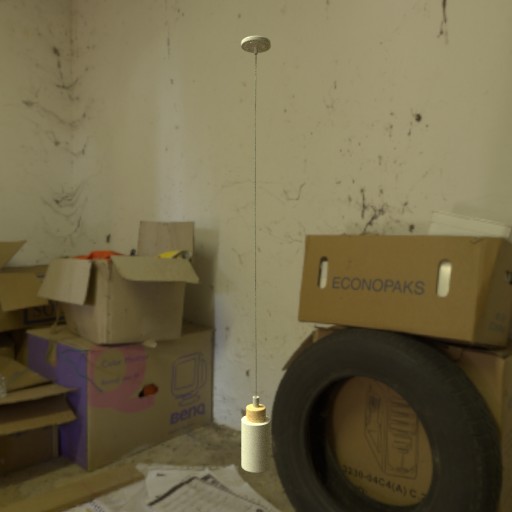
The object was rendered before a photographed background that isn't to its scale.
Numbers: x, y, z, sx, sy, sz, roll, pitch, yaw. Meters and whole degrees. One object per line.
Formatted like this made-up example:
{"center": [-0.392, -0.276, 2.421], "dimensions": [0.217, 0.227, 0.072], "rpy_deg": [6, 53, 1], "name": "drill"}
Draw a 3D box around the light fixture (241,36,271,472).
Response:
{"center": [0.000, 0.000, 1.887], "dimensions": [0.125, 1.798, 0.125], "rpy_deg": [0, 1, 19], "name": "light fixture"}
